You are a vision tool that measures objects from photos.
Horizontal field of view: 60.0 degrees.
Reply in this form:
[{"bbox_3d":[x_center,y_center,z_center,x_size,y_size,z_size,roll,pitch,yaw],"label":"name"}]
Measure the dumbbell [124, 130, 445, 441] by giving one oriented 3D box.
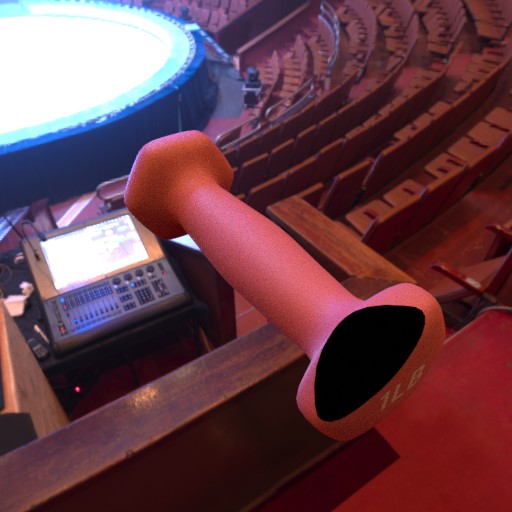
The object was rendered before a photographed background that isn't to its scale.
[{"bbox_3d":[0.000,0.000,0.146,0.047,0.043,0.123,-24,46,-26],"label":"dumbbell"}]
